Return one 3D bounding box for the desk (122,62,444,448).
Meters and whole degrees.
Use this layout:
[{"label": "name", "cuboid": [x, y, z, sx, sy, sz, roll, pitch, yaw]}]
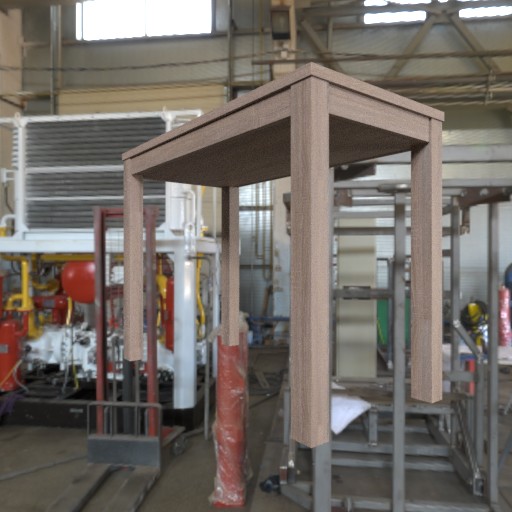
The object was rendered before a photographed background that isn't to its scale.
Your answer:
[{"label": "desk", "cuboid": [0.000, 0.000, 1.414, 0.495, 0.762, 0.991, 0, 0, -38]}]
